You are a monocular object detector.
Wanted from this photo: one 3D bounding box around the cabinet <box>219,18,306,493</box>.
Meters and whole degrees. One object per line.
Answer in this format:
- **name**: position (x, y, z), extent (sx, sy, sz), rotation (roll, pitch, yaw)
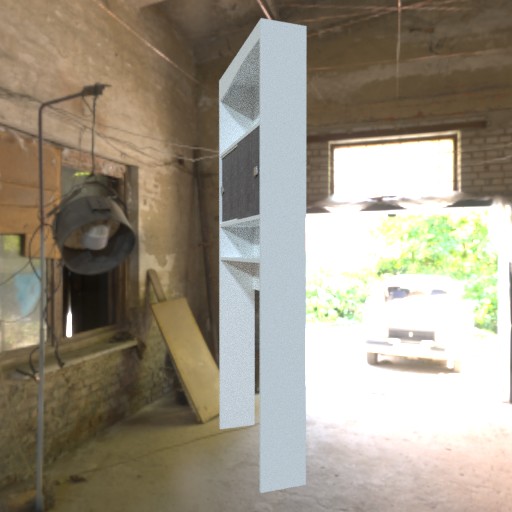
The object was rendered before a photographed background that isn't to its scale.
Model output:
- **cabinet**: position (0.000, 0.000, 1.985), extent (0.192, 1.770, 0.643), rotation (0, 1, -19)
